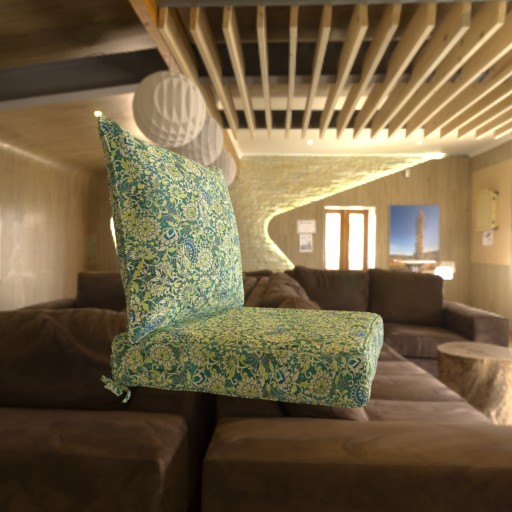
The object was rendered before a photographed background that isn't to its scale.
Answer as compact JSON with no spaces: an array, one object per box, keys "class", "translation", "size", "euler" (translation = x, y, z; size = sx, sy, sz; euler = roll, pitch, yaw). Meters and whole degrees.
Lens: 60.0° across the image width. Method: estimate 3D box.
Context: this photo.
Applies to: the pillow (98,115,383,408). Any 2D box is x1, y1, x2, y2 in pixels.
[{"class":"pillow","translation":[0.000,0.000,1.381],"size":[0.740,0.722,0.798],"euler":[0,0,18]}]
